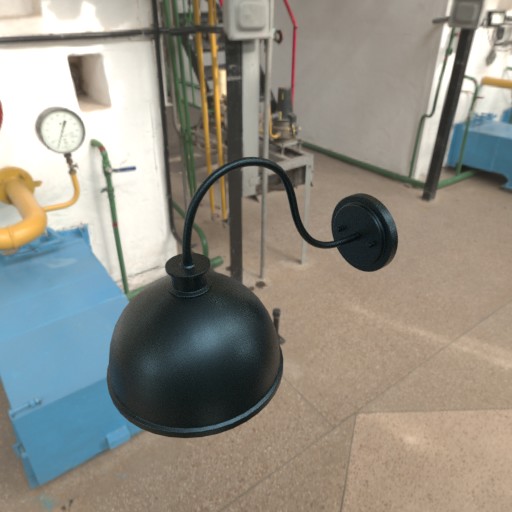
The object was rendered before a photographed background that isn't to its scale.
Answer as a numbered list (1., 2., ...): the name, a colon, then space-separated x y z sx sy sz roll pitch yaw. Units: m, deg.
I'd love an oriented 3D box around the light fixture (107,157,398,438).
1. light fixture: 0.000 0.000 0.629 0.467 0.295 0.253 -21 37 -30
